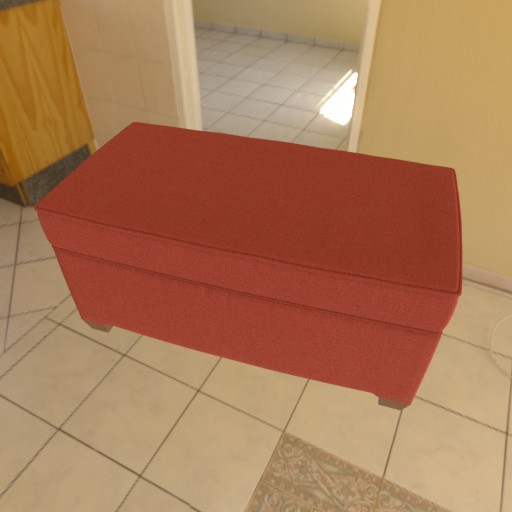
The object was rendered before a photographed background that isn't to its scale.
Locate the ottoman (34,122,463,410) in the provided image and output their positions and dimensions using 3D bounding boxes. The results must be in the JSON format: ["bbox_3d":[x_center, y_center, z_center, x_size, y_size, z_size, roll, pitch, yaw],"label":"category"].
[{"bbox_3d":[0.000,0.000,1.216,0.948,0.454,0.497,12,43,13],"label":"ottoman"}]
